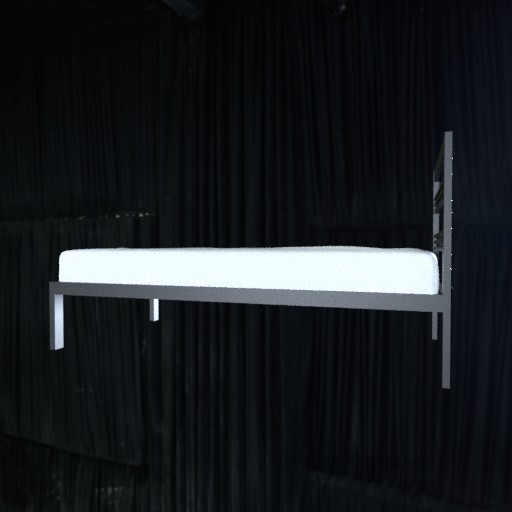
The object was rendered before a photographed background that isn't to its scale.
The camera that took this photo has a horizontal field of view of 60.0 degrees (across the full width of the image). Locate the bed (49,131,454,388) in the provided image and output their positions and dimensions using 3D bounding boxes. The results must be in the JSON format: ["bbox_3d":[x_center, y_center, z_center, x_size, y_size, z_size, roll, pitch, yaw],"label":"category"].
[{"bbox_3d":[0.000,0.000,2.449,1.930,0.967,0.991,0,1,19],"label":"bed"}]
